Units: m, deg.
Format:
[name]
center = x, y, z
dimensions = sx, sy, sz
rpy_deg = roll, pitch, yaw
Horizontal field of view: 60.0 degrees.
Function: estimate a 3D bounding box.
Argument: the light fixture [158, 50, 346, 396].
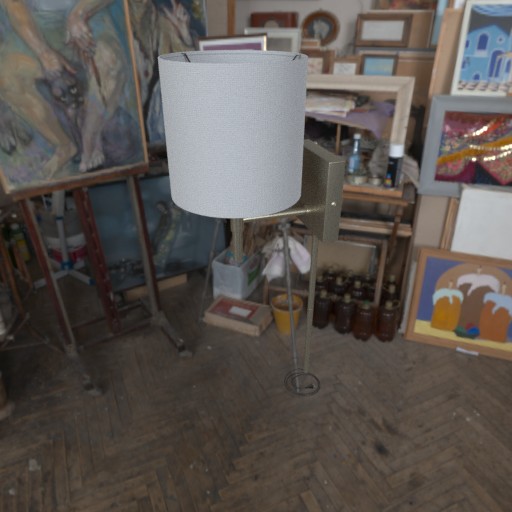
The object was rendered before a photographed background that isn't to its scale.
[light fixture]
center = 0.000, 0.000, 0.712
dimensions = 0.248, 0.589, 0.188
rpy_deg = -9, 30, -16
